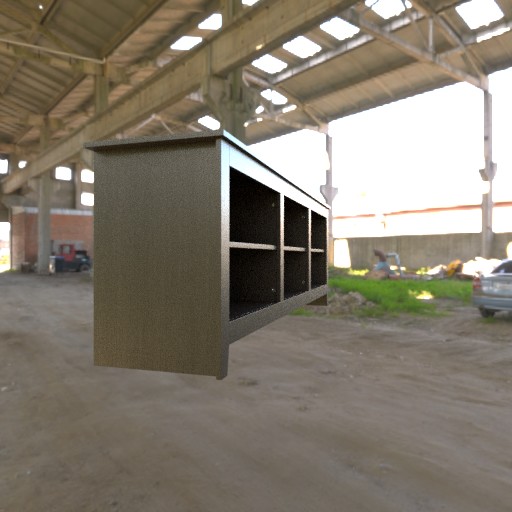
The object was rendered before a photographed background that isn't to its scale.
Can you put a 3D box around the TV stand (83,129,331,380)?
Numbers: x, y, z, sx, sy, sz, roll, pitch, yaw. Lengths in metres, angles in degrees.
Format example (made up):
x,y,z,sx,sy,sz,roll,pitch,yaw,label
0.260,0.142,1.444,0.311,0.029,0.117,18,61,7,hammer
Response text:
x,y,z,sx,sy,sz,roll,pitch,yaw,label
0.000,0.000,1.975,0.406,0.610,1.778,0,0,18,TV stand
